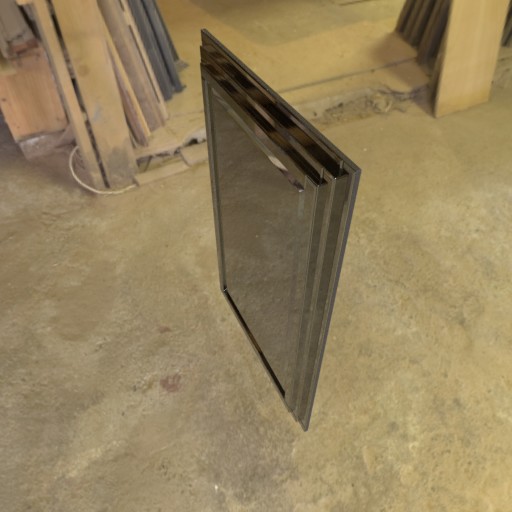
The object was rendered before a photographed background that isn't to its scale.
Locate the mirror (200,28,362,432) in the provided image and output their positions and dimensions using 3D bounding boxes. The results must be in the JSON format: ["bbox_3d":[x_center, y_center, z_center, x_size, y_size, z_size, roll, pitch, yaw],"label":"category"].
[{"bbox_3d":[0.000,0.000,1.147,0.039,0.914,0.613,-19,49,-18],"label":"mirror"}]
